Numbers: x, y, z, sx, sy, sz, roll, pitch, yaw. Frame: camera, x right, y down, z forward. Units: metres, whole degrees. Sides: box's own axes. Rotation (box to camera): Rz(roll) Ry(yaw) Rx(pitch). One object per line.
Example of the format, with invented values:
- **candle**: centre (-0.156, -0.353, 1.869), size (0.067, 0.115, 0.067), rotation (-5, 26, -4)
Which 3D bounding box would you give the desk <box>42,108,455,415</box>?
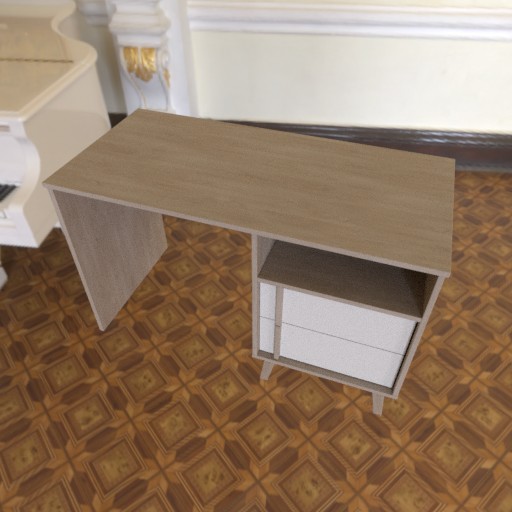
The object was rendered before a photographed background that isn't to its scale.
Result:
- **desk**: centre (0.000, 0.000, 1.737), size (1.251, 0.770, 0.600), rotation (13, 44, 14)
